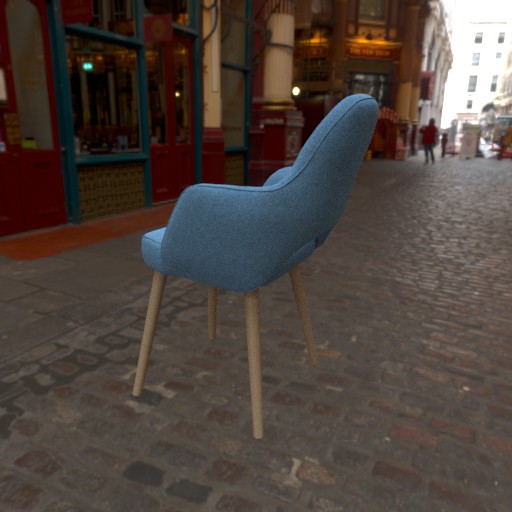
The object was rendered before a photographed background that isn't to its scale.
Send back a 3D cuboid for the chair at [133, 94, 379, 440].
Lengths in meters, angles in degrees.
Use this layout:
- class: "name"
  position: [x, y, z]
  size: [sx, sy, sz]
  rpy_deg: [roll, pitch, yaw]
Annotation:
- class: "chair"
  position: [0.000, 0.000, 1.368]
  size: [0.666, 0.920, 0.589]
  rpy_deg: [8, 18, 26]
